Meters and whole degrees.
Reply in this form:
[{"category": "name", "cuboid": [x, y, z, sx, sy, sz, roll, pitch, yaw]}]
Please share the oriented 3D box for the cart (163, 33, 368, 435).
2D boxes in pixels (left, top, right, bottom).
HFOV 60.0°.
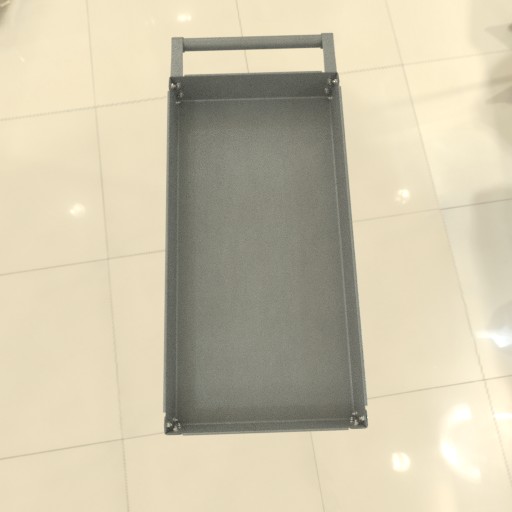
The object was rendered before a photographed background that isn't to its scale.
[{"category": "cart", "cuboid": [0.000, 0.000, 1.160, 0.366, 0.719, 0.779, -2, 77, 0]}]
